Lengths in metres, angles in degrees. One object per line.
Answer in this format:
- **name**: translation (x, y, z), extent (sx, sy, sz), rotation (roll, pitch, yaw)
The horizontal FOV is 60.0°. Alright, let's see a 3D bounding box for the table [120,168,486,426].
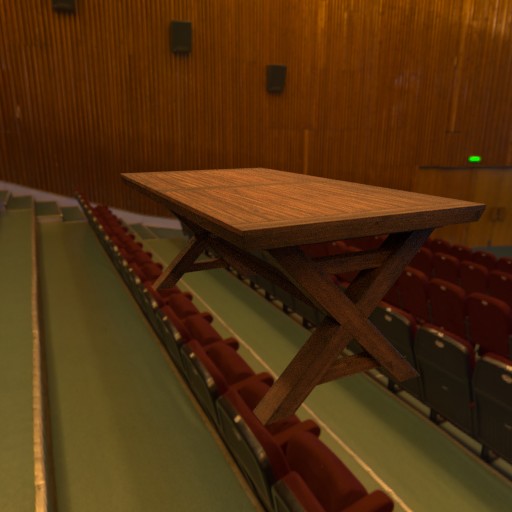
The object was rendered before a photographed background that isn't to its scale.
- **table**: translation (0.000, 0.000, 2.491), extent (1.071, 0.793, 1.966), rotation (-8, 18, -25)
